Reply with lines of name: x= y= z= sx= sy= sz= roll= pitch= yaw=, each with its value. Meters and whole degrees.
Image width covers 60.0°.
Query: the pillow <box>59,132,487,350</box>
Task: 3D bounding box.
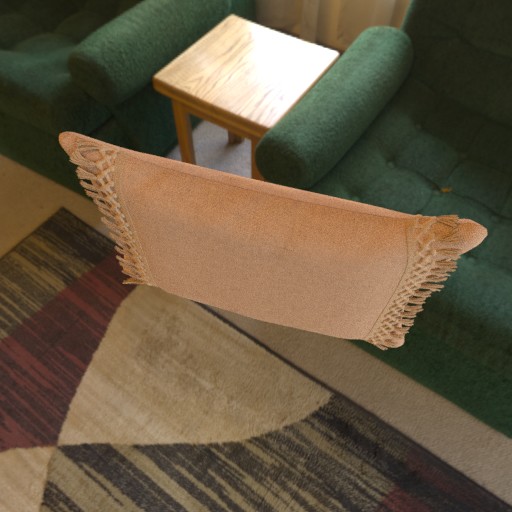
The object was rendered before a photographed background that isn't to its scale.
pillow: x=0.000 y=0.000 z=0.583 sx=0.466 sy=0.305 sz=0.084 roll=14 pitch=58 yaw=9
